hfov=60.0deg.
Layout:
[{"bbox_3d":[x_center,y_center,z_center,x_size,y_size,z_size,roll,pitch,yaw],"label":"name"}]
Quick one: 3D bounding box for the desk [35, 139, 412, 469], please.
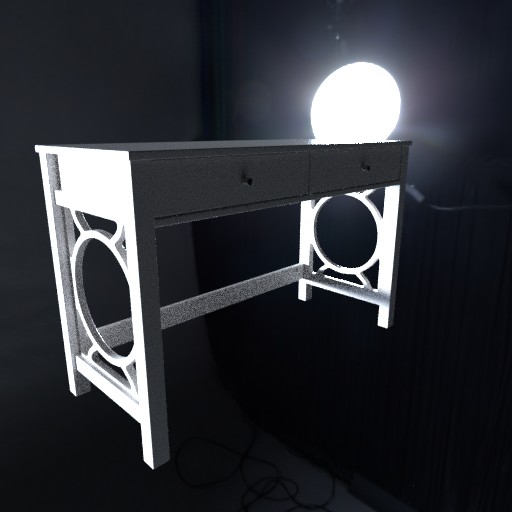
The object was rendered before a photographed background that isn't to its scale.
[{"bbox_3d":[0.000,0.000,1.538,0.504,0.762,1.191,15,22,43],"label":"desk"}]
